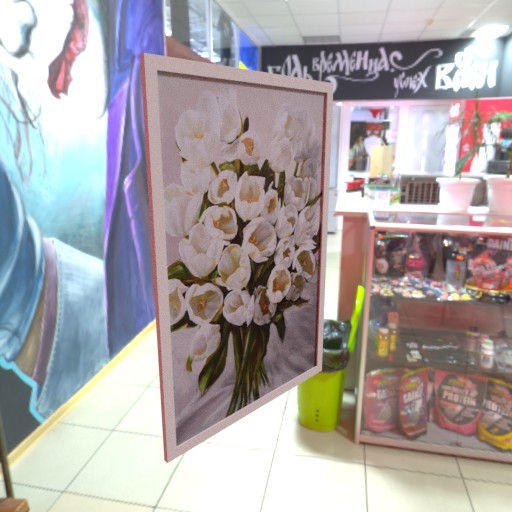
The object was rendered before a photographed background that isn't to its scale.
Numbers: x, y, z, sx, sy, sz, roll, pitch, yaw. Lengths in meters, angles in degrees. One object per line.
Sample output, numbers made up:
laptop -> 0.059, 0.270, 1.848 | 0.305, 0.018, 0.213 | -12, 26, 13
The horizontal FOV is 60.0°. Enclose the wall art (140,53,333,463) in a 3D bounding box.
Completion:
wall art -> 0.000, 0.000, 1.243 | 0.015, 0.965, 0.660 | 14, 20, 43
